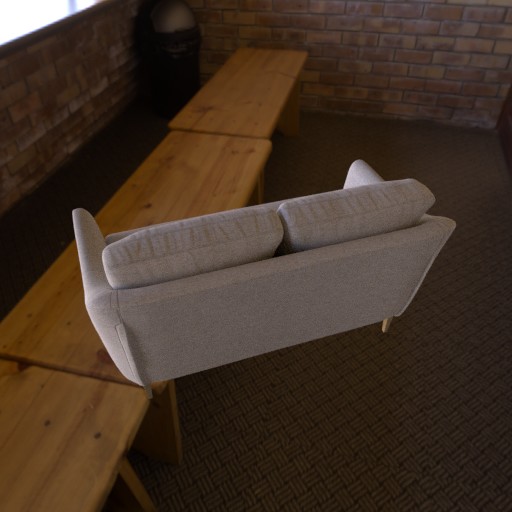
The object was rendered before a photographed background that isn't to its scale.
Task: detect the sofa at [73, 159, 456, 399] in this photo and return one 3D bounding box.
[{"bbox_3d":[0.000,0.000,2.156,1.619,0.904,0.960,-12,42,-14],"label":"sofa"}]
